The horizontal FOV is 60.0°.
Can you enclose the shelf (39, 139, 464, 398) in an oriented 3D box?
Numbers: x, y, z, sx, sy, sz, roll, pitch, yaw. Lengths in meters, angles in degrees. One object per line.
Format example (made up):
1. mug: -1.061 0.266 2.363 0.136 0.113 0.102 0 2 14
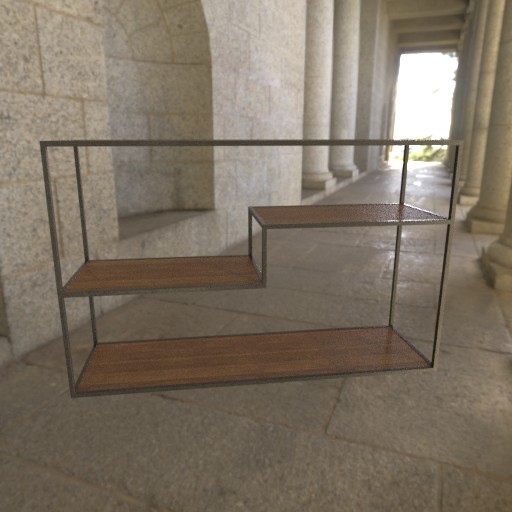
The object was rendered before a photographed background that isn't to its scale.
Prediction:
1. shelf: 0.000 0.000 1.511 1.201 0.765 0.361 -2 15 -8
